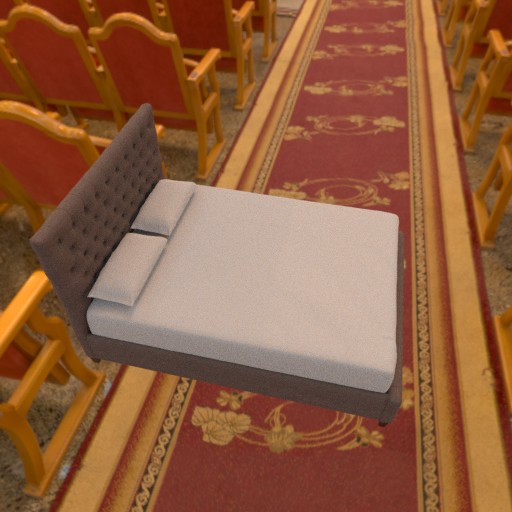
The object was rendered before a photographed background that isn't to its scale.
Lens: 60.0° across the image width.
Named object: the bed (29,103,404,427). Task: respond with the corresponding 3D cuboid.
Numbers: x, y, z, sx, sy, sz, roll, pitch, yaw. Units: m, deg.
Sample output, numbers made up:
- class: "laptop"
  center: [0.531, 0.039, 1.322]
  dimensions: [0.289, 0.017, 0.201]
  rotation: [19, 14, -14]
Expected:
- class: "bed"
  center: [0.000, 0.000, 3.460]
  dimensions: [2.387, 1.427, 1.698]
  rotation: [10, 48, 9]
